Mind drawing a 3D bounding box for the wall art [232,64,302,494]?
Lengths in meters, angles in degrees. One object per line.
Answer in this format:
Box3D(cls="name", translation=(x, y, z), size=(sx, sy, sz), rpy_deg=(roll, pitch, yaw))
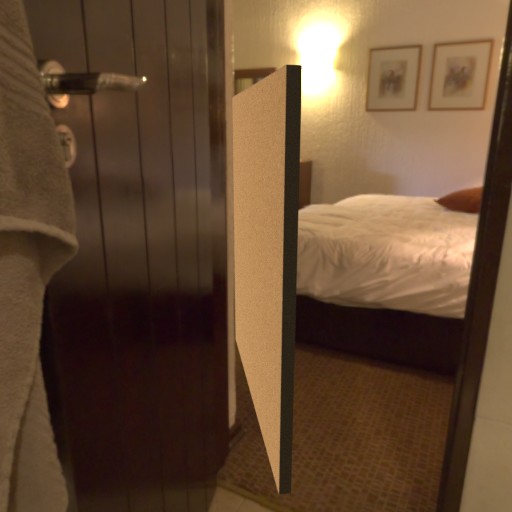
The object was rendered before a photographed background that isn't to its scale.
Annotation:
Box3D(cls="wall art", translation=(0.000, 0.000, 1.203), size=(0.028, 0.863, 0.755), rpy_deg=(-3, 16, -9))
